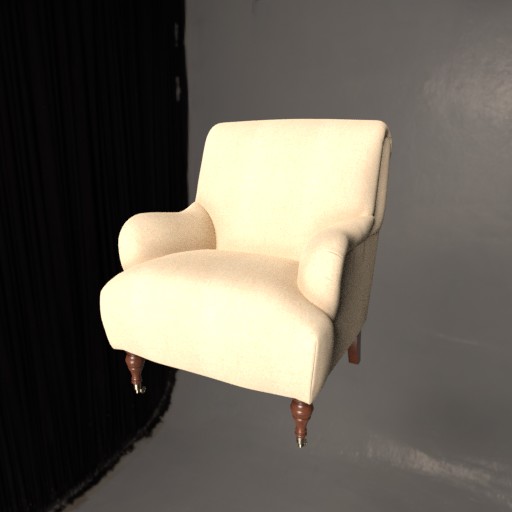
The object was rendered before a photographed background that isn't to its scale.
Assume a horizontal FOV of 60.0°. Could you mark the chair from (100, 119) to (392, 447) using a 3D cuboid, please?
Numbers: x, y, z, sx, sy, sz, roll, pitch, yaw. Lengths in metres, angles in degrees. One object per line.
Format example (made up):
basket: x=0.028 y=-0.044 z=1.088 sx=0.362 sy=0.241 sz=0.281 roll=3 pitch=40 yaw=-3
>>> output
chair: x=0.000 y=0.000 z=1.567 sx=0.766 sy=0.944 sz=0.842 roll=8 pitch=17 yaw=26
